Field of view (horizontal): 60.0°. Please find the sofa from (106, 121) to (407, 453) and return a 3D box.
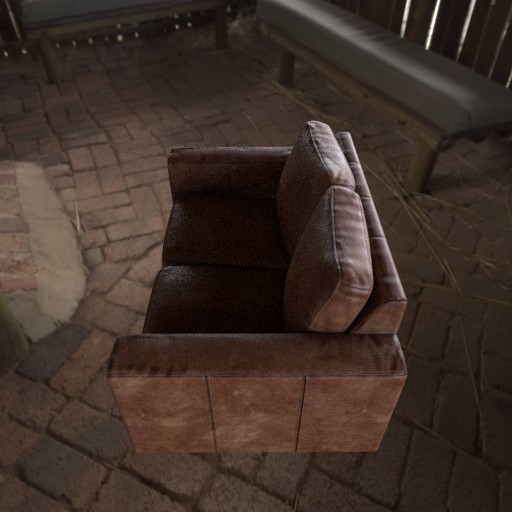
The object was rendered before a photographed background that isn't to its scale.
[{"bbox_3d":[0.000,0.000,2.216,1.041,0.889,1.626,0,42,0],"label":"sofa"}]
